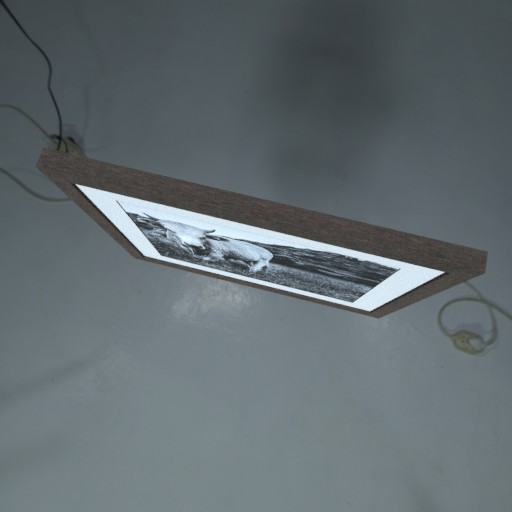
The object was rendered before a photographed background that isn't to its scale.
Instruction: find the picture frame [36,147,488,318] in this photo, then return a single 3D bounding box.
[{"bbox_3d":[0.000,0.000,0.746,0.546,0.455,0.026,14,76,3],"label":"picture frame"}]
